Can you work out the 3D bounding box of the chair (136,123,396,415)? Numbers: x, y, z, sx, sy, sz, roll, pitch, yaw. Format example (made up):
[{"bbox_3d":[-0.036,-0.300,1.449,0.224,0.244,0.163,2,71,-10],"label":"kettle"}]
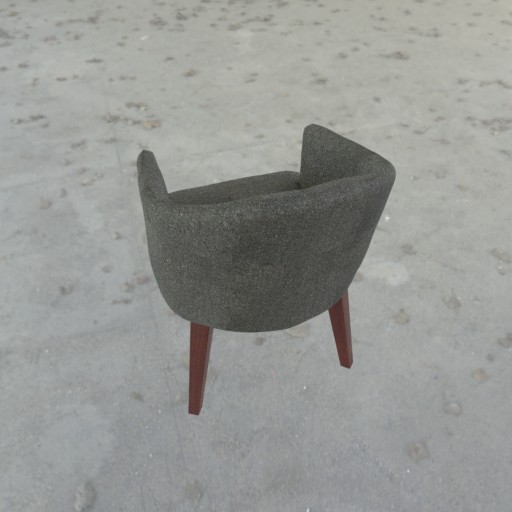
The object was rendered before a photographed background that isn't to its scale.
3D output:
[{"bbox_3d":[0.000,0.000,1.270,0.583,0.811,0.655,-12,44,-13],"label":"chair"}]
